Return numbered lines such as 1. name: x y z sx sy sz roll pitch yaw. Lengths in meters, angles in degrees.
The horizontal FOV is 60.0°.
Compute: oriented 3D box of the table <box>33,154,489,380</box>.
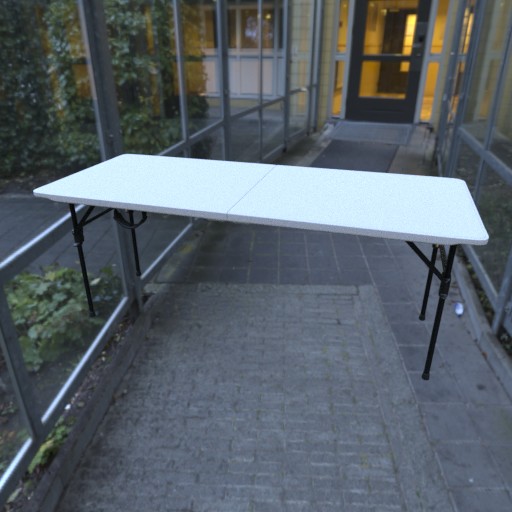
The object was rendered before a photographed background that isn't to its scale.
1. table: 0.000 0.000 2.163 1.829 0.719 0.761 8 27 15
